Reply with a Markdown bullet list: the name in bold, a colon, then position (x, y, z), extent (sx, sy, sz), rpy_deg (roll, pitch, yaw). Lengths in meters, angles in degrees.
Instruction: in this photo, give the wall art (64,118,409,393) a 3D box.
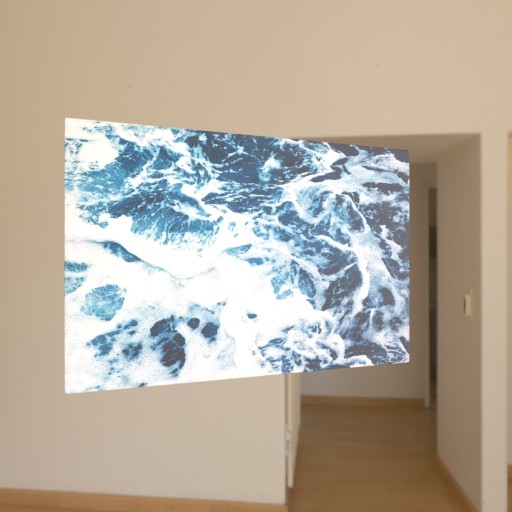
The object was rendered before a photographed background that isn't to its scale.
- **wall art**: position (0.000, 0.000, 0.770), extent (0.609, 0.407, 0.043), rpy_deg (0, 0, -19)
